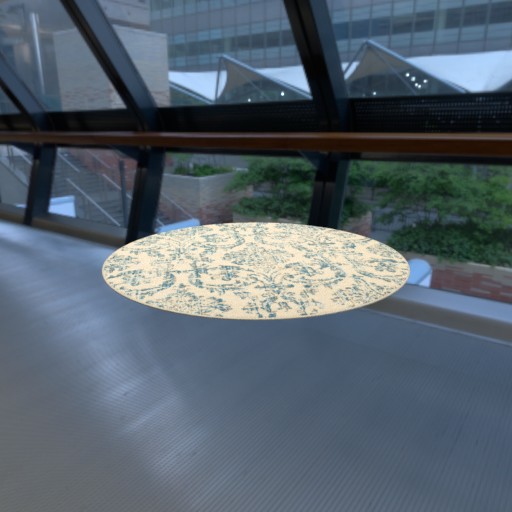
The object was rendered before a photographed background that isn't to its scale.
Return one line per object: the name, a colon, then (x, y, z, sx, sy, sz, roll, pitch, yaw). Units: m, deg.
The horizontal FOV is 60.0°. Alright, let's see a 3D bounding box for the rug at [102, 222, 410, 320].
rug: (0.000, 0.000, 2.413, 1.593, 0.012, 1.593, 0, 17, 0)
